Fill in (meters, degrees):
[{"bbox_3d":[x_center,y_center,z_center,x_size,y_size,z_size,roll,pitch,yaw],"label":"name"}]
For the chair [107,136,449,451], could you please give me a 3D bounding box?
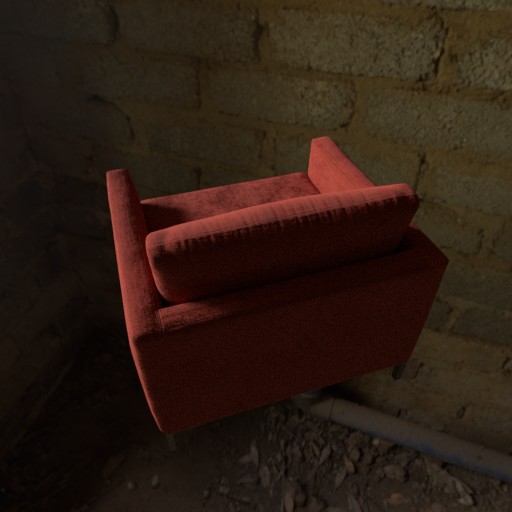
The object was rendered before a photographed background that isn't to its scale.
[{"bbox_3d":[0.000,0.000,1.648,0.964,0.812,0.875,-12,43,-14],"label":"chair"}]
